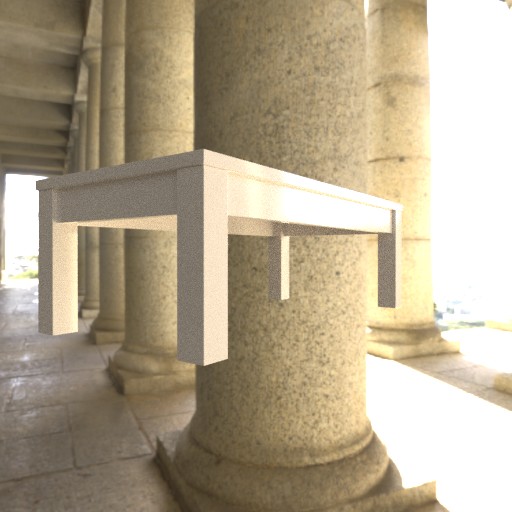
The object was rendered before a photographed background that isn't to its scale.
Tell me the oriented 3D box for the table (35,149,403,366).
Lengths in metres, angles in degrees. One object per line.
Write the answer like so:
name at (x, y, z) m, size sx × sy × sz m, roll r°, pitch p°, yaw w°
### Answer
table at (0.000, 0.000, 1.706) m, size 0.700 × 0.470 × 1.350 m, roll 0°, pitch 0°, yaw 36°
